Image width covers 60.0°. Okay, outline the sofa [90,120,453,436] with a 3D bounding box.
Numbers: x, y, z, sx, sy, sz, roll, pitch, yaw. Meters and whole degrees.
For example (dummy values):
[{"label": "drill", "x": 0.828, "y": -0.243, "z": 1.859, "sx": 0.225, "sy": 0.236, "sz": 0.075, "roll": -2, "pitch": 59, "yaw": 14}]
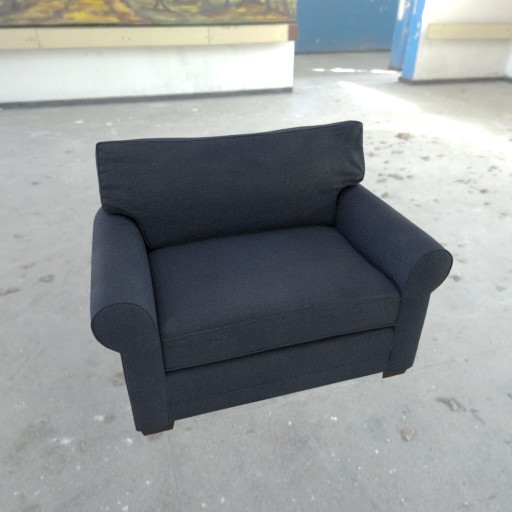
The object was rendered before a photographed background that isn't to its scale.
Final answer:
[{"label": "sofa", "x": 0.000, "y": 0.000, "z": 2.038, "sx": 1.405, "sy": 1.004, "sz": 0.938, "roll": -9, "pitch": 32, "yaw": -14}]
